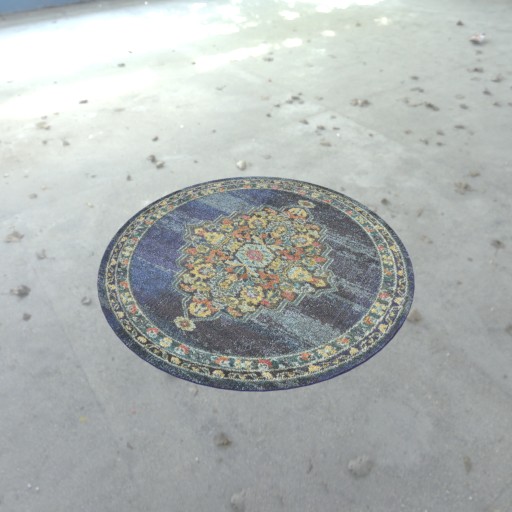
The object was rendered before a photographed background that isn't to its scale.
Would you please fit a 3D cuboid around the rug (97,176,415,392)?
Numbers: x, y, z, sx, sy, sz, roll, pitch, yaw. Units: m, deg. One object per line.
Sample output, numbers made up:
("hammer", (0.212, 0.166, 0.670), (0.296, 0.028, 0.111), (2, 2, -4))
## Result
("rug", (0.000, 0.000, 3.452), (2.386, 0.014, 2.386), (0, 41, 0))
